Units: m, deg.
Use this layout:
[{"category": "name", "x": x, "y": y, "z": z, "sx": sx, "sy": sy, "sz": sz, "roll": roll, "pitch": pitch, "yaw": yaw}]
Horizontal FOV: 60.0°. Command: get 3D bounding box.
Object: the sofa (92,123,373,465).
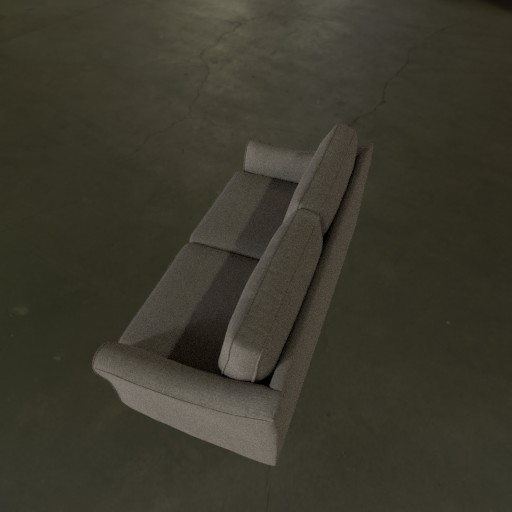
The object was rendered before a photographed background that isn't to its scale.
[{"category": "sofa", "x": 0.000, "y": 0.000, "z": 2.829, "sx": 1.013, "sy": 0.976, "sz": 2.203, "roll": 15, "pitch": 48, "yaw": 14}]
